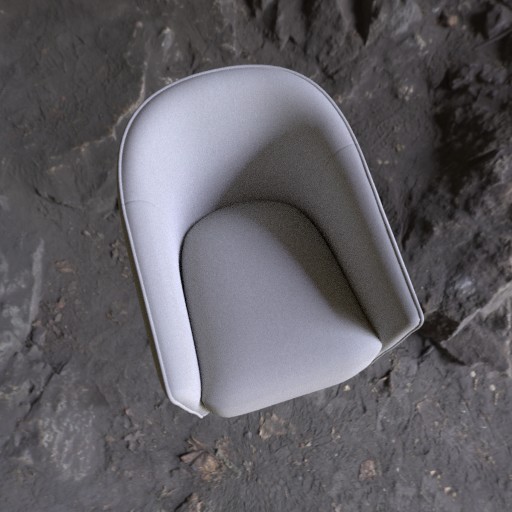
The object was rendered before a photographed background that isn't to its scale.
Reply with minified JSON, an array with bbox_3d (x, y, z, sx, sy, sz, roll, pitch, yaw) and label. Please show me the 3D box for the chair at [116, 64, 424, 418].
[{"bbox_3d":[0.000,0.000,1.459,0.747,0.799,0.875,-15,65,-7],"label":"chair"}]
